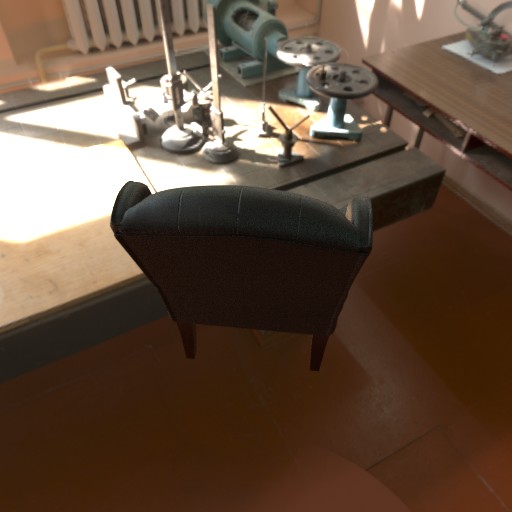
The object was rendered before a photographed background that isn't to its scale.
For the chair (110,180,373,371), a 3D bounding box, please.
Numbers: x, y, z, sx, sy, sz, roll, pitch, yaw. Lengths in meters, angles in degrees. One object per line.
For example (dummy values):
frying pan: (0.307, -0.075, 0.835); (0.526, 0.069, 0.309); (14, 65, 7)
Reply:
chair: (0.000, 0.000, 1.734); (0.831, 1.133, 0.822); (5, 47, 4)
